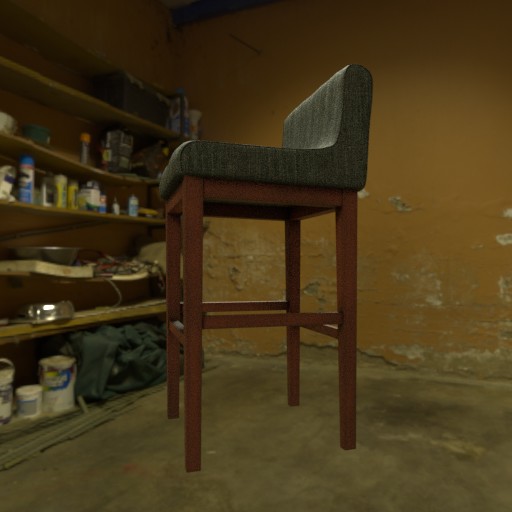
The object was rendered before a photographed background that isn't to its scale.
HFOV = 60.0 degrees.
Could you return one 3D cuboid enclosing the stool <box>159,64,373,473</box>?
[{"bbox_3d":[0.000,0.000,1.231,0.499,0.965,0.426,0,-1,-18],"label":"stool"}]
